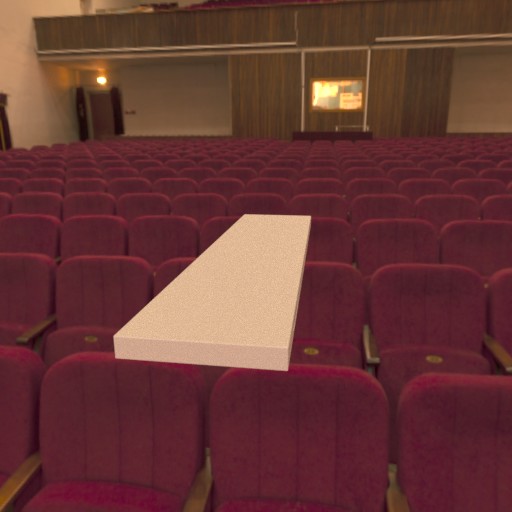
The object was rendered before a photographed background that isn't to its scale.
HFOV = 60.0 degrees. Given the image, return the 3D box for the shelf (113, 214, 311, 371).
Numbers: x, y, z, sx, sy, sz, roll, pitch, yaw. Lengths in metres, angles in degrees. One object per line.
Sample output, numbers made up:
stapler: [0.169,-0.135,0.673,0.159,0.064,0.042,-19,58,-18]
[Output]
shelf: [0.000,0.000,0.638,0.140,0.020,0.610,2,15,8]
